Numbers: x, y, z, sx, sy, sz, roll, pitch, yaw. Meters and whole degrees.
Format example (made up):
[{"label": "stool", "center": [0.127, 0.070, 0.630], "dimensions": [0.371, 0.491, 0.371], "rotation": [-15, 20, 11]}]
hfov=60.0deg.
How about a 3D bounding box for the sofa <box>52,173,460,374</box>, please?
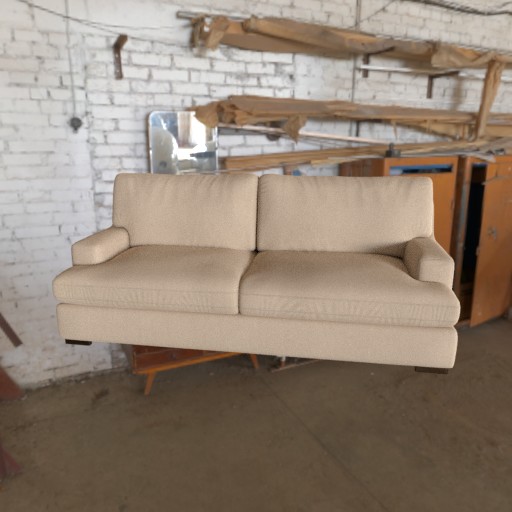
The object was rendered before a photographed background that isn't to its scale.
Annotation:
[{"label": "sofa", "center": [0.000, 0.000, 2.641], "dimensions": [2.147, 0.925, 0.929], "rotation": [2, 15, 9]}]
